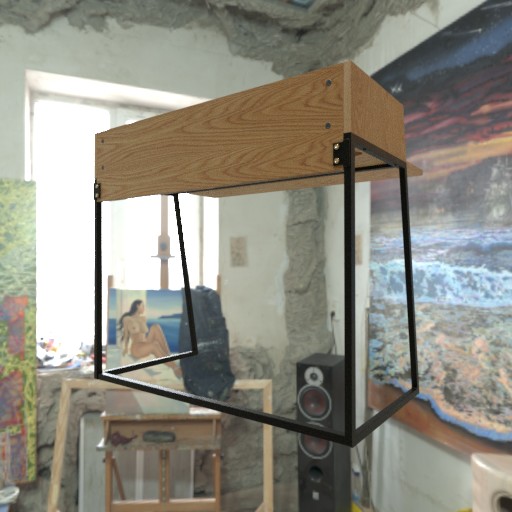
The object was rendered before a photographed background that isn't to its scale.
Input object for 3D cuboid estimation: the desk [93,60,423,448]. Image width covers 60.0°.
[{"bbox_3d":[0.000,0.000,1.860,1.191,1.061,0.769,0,-1,36],"label":"desk"}]
